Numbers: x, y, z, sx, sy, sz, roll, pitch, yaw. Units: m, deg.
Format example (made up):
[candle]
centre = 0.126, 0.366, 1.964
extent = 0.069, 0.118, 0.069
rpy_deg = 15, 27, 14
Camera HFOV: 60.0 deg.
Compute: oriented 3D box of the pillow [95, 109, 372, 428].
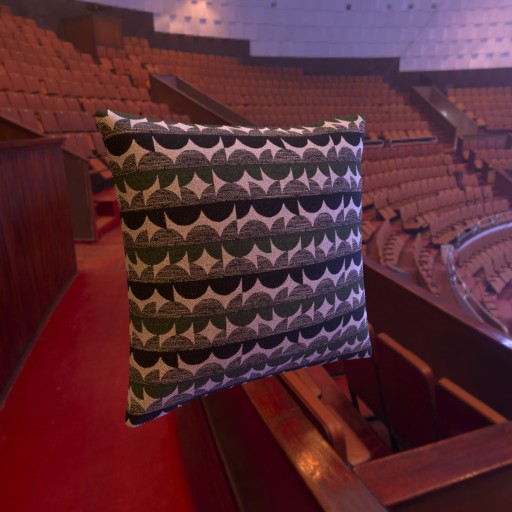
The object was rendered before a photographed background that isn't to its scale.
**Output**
[pillow]
centre = 0.000, 0.000, 0.648
extent = 0.419, 0.404, 0.180
rpy_deg = -8, 18, -27
